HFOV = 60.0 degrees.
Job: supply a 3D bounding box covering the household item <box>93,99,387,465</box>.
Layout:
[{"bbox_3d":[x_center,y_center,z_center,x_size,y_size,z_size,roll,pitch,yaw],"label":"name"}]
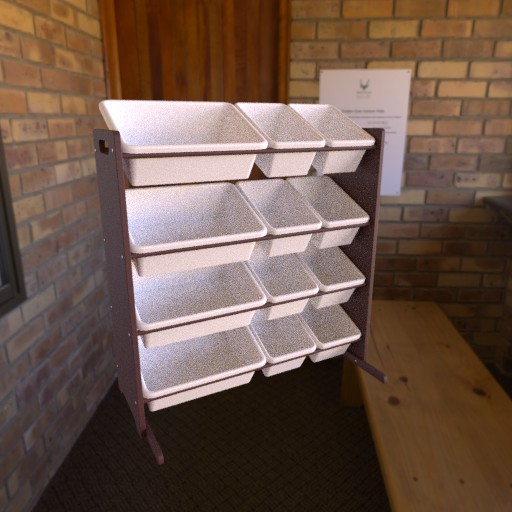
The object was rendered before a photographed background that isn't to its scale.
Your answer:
[{"bbox_3d":[0.000,0.000,1.300,0.787,0.864,0.389,-9,19,-27],"label":"household item"}]
